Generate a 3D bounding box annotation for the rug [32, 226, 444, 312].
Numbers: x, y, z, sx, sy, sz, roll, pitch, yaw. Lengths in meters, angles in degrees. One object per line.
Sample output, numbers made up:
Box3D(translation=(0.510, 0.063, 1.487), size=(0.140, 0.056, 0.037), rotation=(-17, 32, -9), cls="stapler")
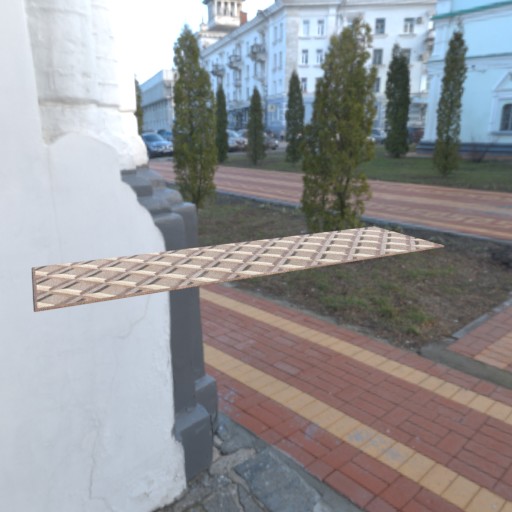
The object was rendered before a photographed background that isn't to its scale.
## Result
Box3D(translation=(0.000, 0.000, 2.684), size=(2.437, 0.013, 0.685), rotation=(-8, 18, -26), cls="rug")
